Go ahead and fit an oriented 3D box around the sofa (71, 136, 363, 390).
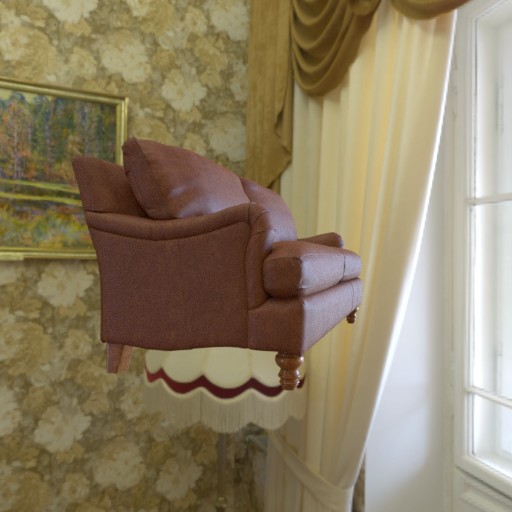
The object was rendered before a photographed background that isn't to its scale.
[{"bbox_3d":[0.000,0.000,2.832,1.147,1.071,2.144,0,-1,19],"label":"sofa"}]
